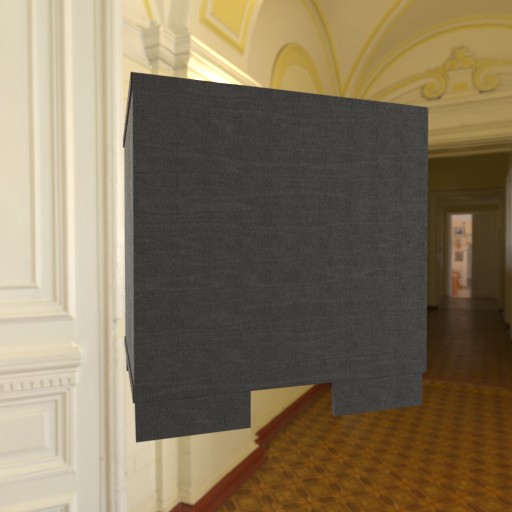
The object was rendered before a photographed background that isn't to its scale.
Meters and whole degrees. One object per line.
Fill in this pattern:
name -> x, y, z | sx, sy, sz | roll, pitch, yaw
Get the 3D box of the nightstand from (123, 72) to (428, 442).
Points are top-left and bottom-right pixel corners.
nightstand -> 0.000, 0.000, 0.761 | 0.427, 0.448, 0.347 | 0, 1, -18
